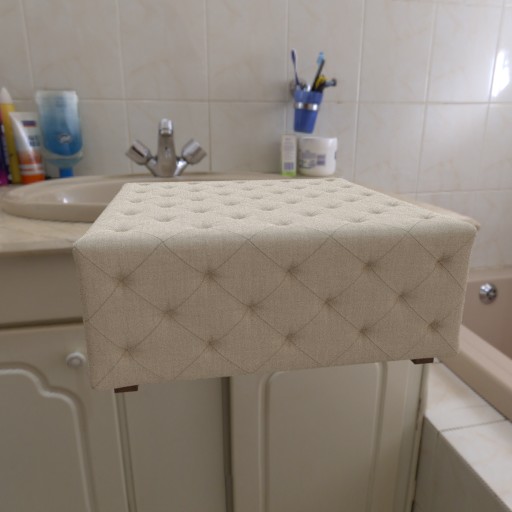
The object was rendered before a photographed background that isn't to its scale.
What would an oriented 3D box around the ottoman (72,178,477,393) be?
[{"bbox_3d":[0.000,0.000,1.620,1.028,0.439,1.028,-3,17,-9],"label":"ottoman"}]
